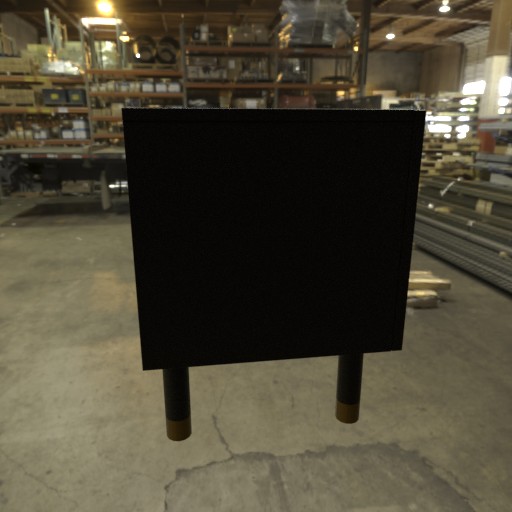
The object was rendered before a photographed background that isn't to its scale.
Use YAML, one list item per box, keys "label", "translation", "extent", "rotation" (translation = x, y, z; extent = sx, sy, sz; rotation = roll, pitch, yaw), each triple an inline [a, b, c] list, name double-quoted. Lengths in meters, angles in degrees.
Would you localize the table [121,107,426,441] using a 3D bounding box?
- label: "table"
  translation: [0.000, 0.000, 0.958]
  extent: [0.441, 0.584, 0.564]
  rotation: [-2, 16, -8]
